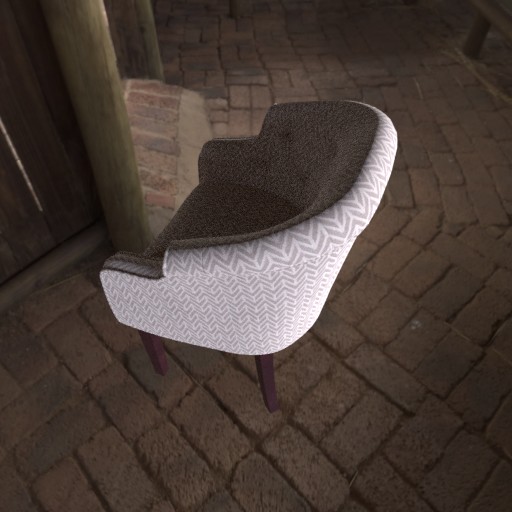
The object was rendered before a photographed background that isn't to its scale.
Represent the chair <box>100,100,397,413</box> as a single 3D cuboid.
[{"bbox_3d":[0.000,0.000,1.291,0.613,0.858,0.686,16,49,14],"label":"chair"}]
